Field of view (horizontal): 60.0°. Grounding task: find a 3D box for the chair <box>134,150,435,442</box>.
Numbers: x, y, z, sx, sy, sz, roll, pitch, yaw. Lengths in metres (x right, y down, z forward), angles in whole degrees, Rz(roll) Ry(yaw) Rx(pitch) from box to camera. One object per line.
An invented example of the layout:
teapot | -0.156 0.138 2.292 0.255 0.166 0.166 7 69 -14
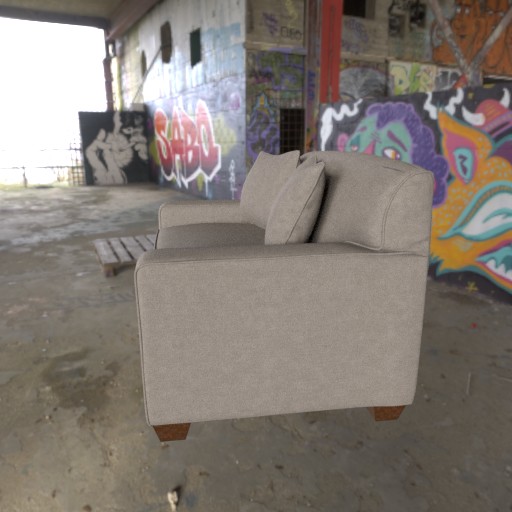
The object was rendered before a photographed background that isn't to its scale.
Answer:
chair | 0.000 0.000 2.068 0.992 0.953 1.395 -2 15 -8
